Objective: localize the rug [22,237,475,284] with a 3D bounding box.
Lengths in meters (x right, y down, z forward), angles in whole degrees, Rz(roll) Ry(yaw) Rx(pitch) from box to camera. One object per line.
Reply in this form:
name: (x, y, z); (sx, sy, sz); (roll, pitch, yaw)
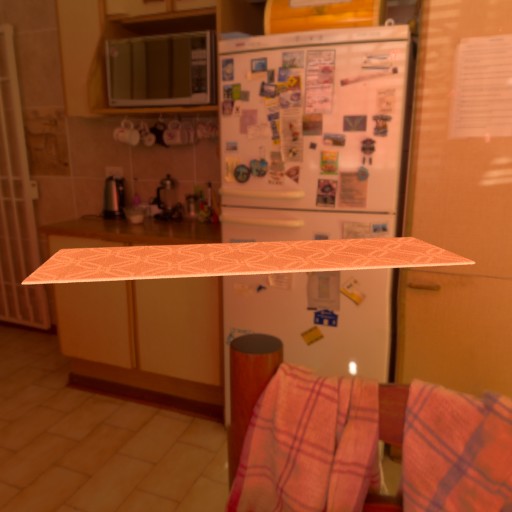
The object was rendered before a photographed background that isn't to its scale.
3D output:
rug: (0.000, 0.000, 2.522); (2.276, 0.014, 0.678); (-2, 14, -9)
